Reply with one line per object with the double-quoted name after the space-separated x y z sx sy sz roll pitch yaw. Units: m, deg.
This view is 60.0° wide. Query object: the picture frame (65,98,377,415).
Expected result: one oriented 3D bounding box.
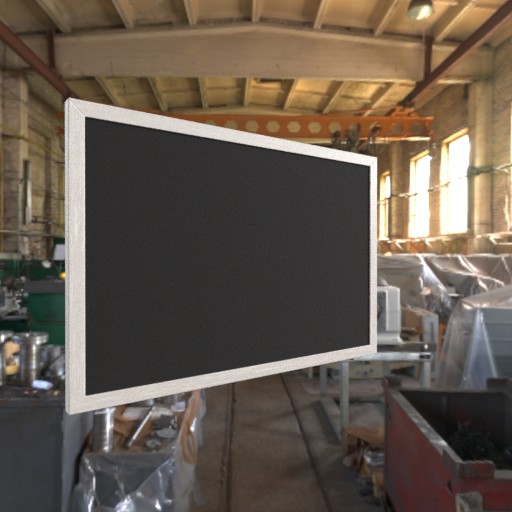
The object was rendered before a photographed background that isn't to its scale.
0.000 0.000 1.182 0.950 0.640 0.029 0 0 -36 "picture frame"
